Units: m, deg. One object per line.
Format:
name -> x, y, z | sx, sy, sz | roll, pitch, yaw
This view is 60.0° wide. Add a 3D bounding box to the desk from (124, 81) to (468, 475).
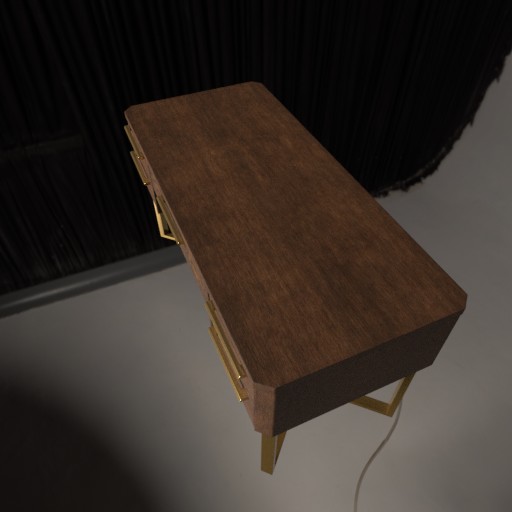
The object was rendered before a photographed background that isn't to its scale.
desk -> 0.000, 0.000, 1.875 | 0.684, 0.762, 1.479 | -18, 49, -16
